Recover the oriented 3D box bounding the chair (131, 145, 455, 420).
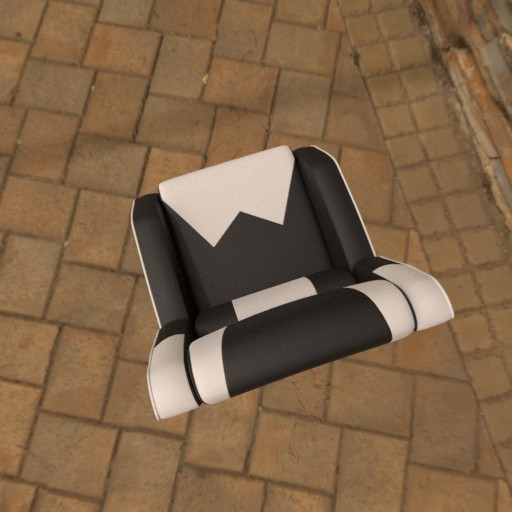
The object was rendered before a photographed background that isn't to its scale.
[{"bbox_3d":[0.000,0.000,1.268,0.620,0.805,0.672,-18,76,-5],"label":"chair"}]
